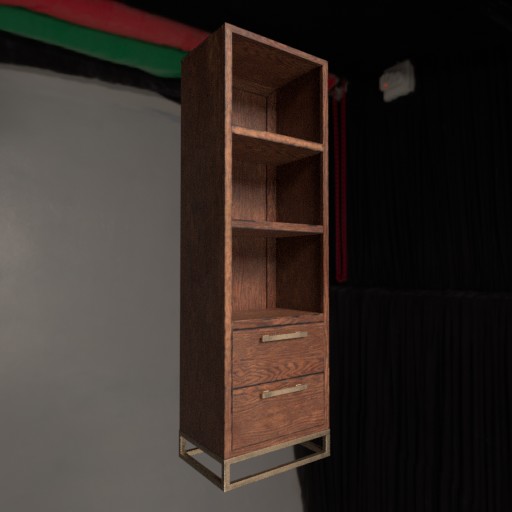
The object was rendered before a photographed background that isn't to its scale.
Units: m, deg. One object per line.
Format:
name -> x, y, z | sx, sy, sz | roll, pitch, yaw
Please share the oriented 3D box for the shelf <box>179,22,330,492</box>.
shelf -> 0.000, 0.000, 1.931 | 0.539, 1.732, 0.395 | 1, -2, -36
